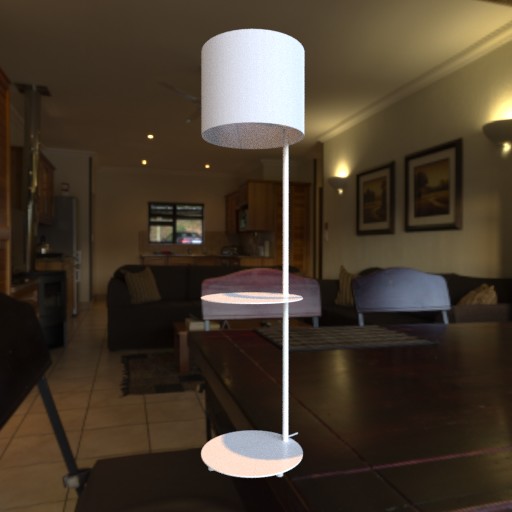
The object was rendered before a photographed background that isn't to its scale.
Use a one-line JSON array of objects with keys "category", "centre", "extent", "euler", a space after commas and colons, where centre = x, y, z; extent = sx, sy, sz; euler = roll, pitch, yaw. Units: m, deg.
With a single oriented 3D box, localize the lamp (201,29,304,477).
[{"category": "lamp", "centre": [0.000, 0.000, 1.626], "extent": [0.405, 1.465, 0.372], "euler": [0, 1, -35]}]
